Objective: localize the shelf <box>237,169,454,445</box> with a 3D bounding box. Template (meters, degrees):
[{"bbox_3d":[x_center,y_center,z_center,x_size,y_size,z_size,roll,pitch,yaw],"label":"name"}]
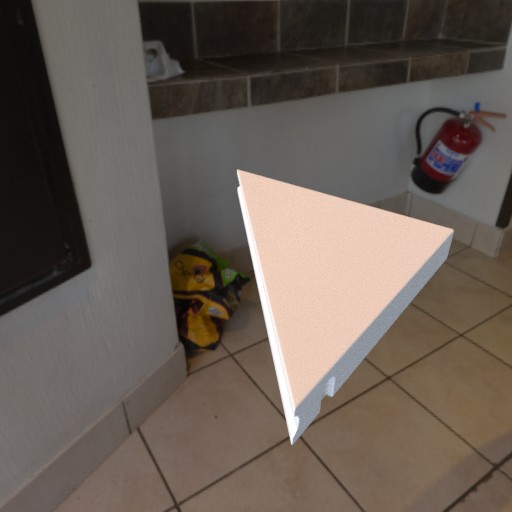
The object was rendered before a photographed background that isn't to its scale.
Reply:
[{"bbox_3d":[0.000,0.000,0.450,0.296,0.035,0.296,22,37,32],"label":"shelf"}]
